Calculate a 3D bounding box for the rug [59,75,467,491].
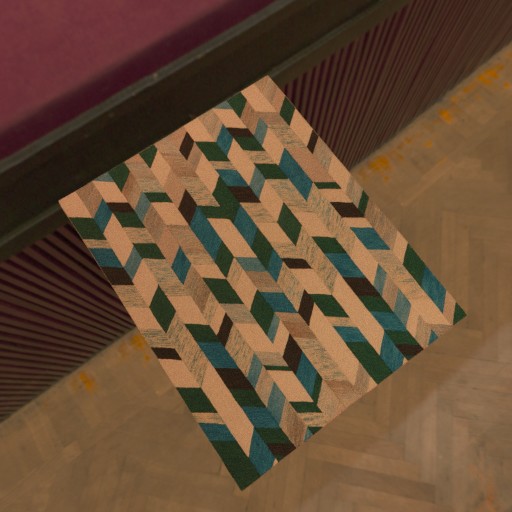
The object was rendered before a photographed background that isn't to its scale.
[{"bbox_3d":[0.000,0.000,4.034,2.440,0.008,3.036,-34,77,-9],"label":"rug"}]
